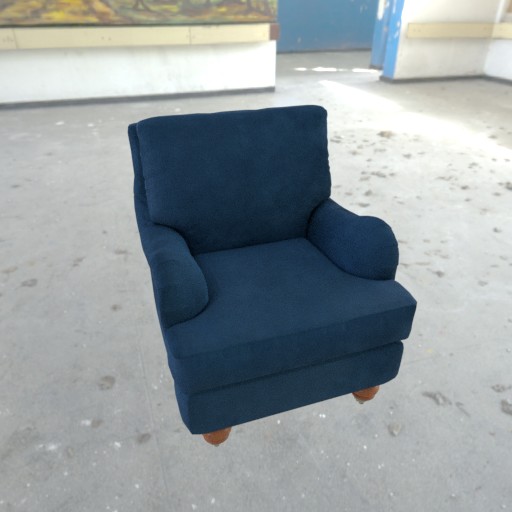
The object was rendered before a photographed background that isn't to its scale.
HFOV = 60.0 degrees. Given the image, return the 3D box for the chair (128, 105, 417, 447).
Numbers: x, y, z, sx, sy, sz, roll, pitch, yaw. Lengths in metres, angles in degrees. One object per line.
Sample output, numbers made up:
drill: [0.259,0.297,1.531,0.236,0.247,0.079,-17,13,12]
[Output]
chair: [0.000,0.000,1.846,0.895,1.076,1.078,-10,32,-16]
